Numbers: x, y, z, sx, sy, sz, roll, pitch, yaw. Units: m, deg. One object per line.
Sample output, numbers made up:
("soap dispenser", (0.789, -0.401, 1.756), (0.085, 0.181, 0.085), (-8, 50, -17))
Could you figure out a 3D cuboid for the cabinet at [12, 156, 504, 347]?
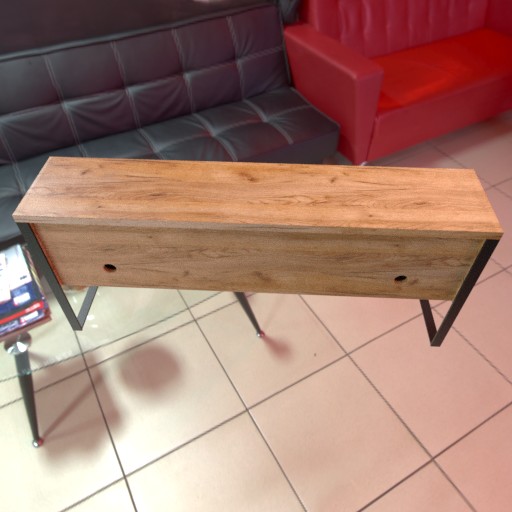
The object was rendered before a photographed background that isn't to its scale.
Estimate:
("cabinet", (0.000, 0.000, 2.031), (1.800, 0.762, 0.395), (2, 47, 2))
